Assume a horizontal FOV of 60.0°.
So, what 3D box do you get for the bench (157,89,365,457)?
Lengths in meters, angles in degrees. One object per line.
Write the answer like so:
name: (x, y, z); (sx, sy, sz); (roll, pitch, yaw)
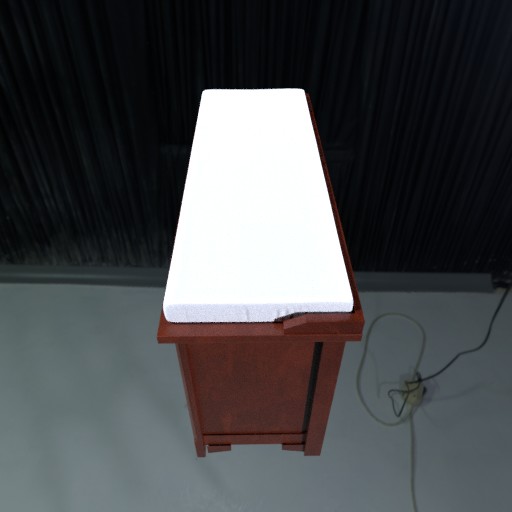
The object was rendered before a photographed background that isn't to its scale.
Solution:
bench: (0.000, 0.000, 1.332); (0.369, 0.646, 0.987); (-1, 43, -1)
